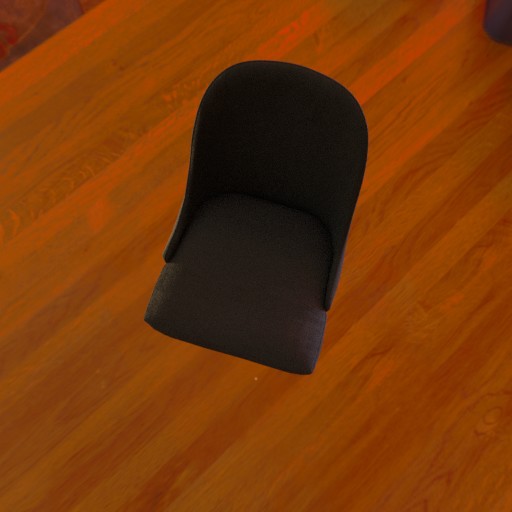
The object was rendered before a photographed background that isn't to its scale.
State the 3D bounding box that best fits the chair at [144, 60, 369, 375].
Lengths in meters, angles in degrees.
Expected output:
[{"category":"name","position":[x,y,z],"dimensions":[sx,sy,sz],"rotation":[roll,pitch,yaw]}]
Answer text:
[{"category":"chair","position":[0.000,0.000,1.231],"dimensions":[0.478,0.896,0.559],"rotation":[17,75,5]}]
